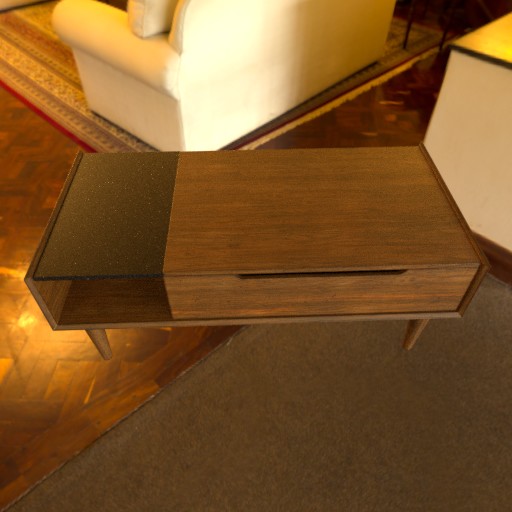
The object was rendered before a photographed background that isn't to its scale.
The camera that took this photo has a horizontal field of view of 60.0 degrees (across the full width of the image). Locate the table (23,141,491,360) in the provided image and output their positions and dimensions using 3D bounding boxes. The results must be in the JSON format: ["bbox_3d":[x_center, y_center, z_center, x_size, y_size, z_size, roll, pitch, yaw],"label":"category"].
[{"bbox_3d":[0.000,0.000,1.550,1.221,0.508,0.610,-2,46,-2],"label":"table"}]
